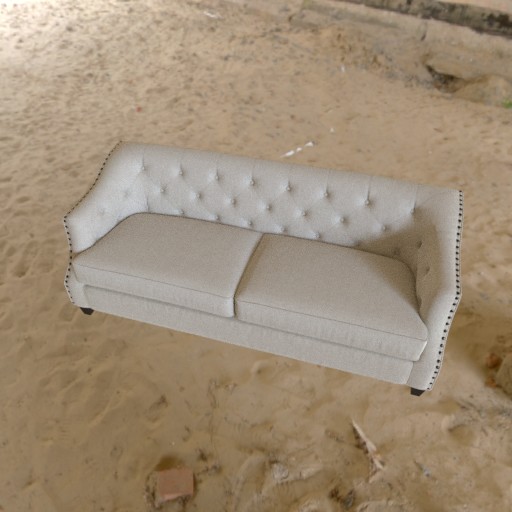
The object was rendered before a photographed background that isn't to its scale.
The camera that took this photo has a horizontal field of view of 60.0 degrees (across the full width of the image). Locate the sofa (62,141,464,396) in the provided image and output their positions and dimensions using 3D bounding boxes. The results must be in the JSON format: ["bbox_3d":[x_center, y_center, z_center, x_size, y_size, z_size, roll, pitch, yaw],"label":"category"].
[{"bbox_3d":[0.000,0.000,2.731,2.235,0.901,0.914,11,42,13],"label":"sofa"}]
